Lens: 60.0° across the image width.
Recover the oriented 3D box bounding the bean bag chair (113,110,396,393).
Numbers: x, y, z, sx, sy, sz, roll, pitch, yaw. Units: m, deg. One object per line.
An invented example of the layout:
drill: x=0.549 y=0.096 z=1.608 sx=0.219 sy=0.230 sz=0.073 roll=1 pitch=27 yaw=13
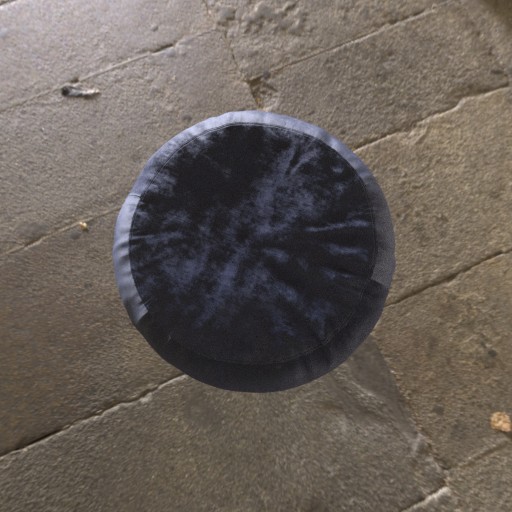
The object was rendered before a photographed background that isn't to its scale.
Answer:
bean bag chair: x=0.000 y=0.000 z=2.074 sx=1.219 sy=0.762 sz=1.219 roll=0 pitch=76 yaw=0
